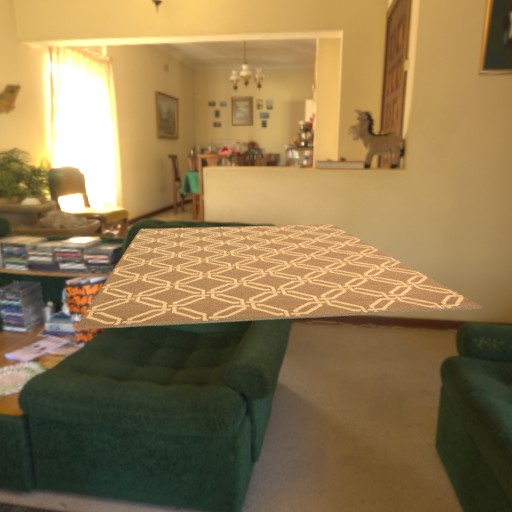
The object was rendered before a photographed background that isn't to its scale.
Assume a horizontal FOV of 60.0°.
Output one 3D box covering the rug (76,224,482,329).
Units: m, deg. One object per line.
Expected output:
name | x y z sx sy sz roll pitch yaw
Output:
rug | 0.000 0.000 3.837 2.288 0.018 2.895 -2 14 -8
